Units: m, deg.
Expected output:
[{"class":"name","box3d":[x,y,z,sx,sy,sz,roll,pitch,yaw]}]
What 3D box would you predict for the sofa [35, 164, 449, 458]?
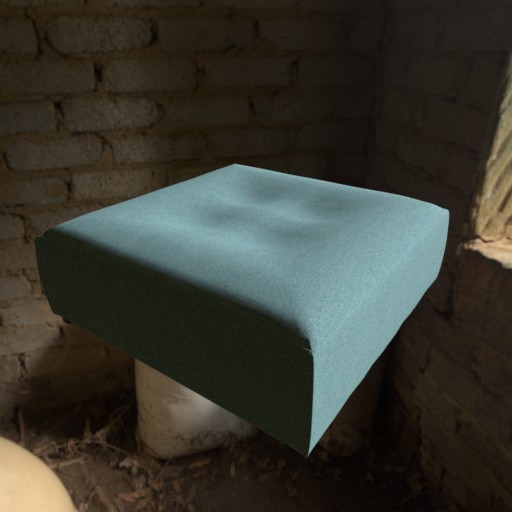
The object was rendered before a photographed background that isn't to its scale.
[{"class":"sofa","box3d":[0.000,0.000,1.416,0.930,0.330,0.930,18,31,32]}]
